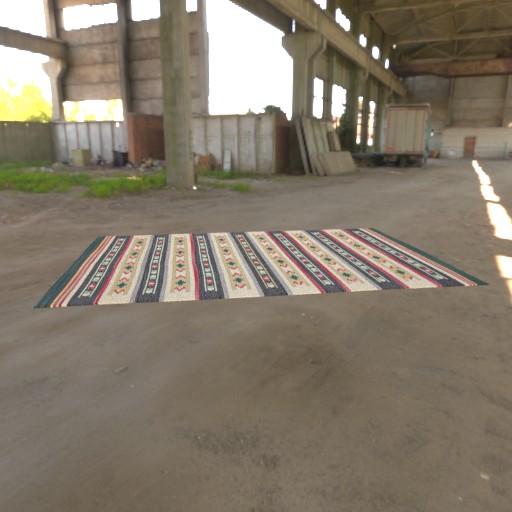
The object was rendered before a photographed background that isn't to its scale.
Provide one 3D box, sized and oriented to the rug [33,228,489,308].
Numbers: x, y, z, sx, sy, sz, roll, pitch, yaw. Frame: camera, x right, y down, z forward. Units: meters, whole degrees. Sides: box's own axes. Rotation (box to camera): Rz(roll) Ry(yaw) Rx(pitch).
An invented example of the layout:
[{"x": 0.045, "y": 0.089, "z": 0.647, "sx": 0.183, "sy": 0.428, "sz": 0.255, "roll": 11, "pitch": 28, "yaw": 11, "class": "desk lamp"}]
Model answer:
[{"x": 0.000, "y": 0.000, "z": 2.323, "sx": 1.825, "sy": 0.009, "sz": 1.221, "roll": -2, "pitch": 15, "yaw": -8, "class": "rug"}]
